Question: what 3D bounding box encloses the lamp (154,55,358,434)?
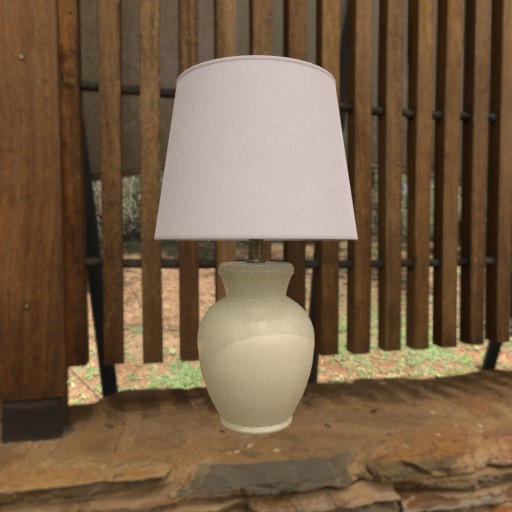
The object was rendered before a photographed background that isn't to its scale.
[{"bbox_3d":[0.000,0.000,0.534,0.239,0.399,0.239,0,2,0],"label":"lamp"}]
